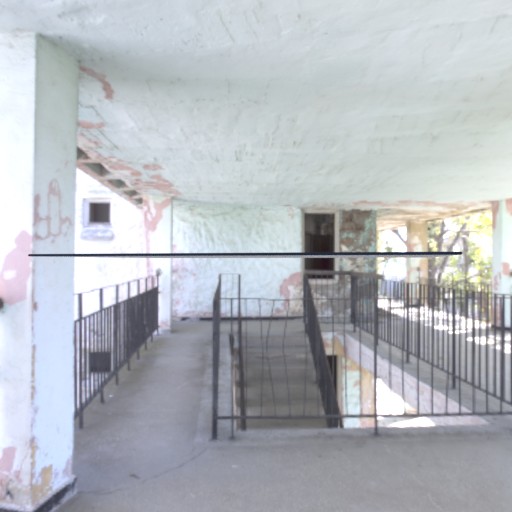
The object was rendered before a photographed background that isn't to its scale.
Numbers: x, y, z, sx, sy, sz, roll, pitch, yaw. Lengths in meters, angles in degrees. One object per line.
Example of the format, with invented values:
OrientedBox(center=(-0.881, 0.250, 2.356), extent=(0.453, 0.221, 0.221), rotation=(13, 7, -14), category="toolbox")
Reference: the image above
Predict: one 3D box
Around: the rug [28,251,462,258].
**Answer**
OrientedBox(center=(0.000, 0.000, 2.924), extent=(2.290, 0.014, 1.526), rotation=(0, -1, 17), category="rug")
